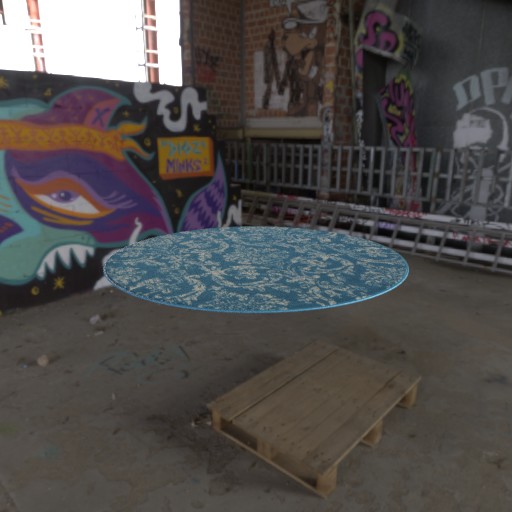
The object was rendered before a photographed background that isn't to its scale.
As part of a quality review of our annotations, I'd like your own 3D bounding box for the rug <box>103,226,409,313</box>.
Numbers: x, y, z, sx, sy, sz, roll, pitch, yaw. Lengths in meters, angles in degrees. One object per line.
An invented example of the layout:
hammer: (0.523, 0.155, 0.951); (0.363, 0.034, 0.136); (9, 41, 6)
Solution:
rug: (0.000, 0.000, 2.435); (1.593, 0.012, 1.593); (0, 15, 0)
